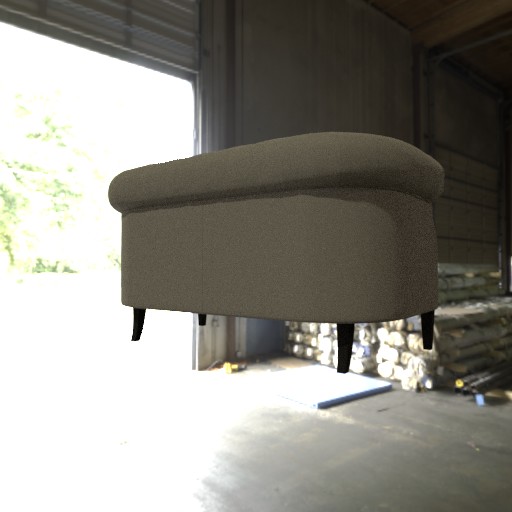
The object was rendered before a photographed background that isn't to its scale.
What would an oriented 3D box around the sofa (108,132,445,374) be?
[{"bbox_3d":[0.000,0.000,2.058,1.558,0.827,0.835,-1,-2,36],"label":"sofa"}]
